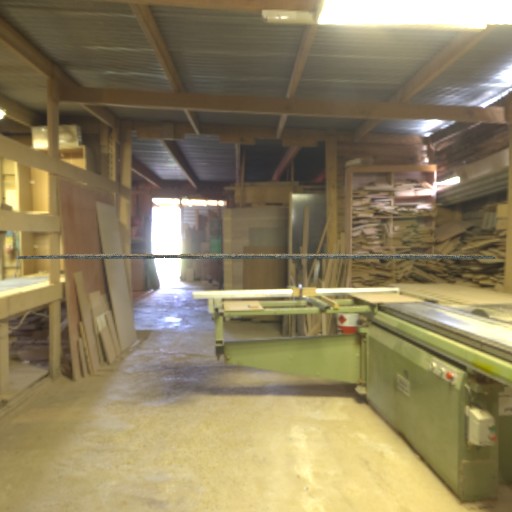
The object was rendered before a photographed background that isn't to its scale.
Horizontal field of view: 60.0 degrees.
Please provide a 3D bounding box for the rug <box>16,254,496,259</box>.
[{"bbox_3d":[0.000,0.000,2.453,2.292,0.014,0.685,0,1,0],"label":"rug"}]
